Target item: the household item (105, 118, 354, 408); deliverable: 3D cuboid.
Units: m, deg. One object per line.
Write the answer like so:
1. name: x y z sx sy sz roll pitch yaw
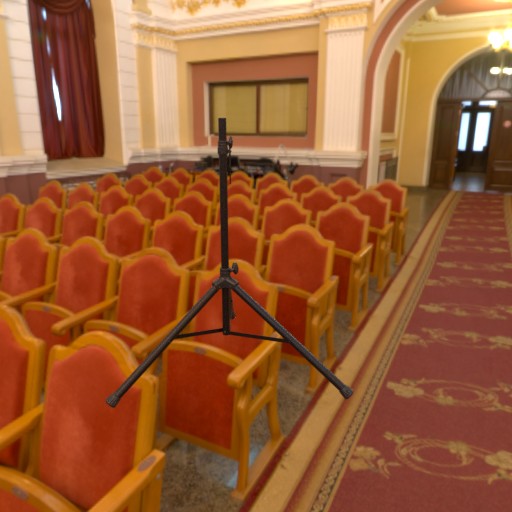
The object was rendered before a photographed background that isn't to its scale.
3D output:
1. household item: 0.000 0.000 1.901 0.907 1.136 1.045 8 17 27
